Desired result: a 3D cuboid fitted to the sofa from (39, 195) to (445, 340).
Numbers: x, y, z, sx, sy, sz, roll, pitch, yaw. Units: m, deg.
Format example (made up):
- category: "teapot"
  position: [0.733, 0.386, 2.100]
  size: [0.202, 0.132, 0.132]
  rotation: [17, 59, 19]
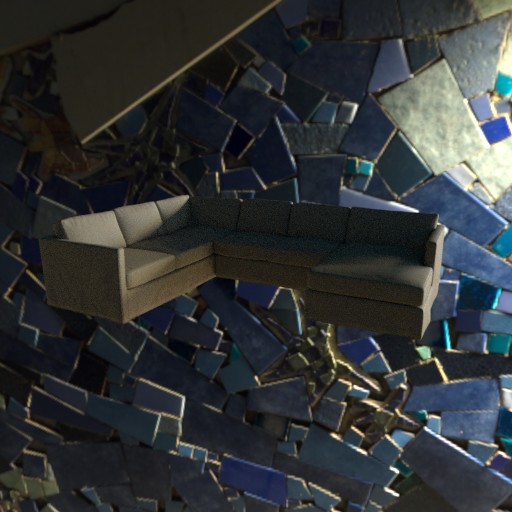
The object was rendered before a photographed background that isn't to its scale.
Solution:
- category: "sofa"
  position: [0.000, 0.000, 4.586]
  size: [3.460, 0.882, 2.427]
  rotation: [7, 17, 26]
